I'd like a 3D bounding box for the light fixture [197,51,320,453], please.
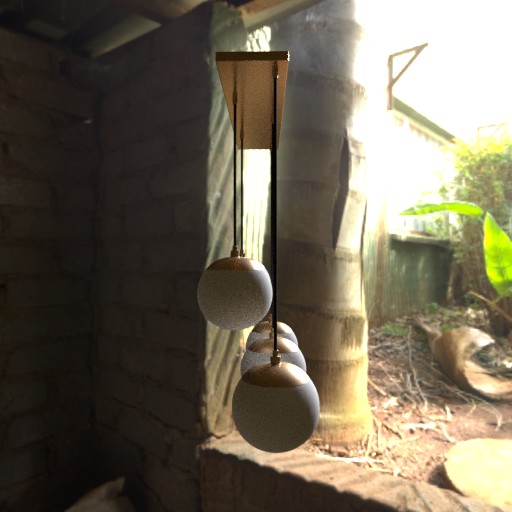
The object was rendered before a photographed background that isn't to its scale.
[{"bbox_3d":[0.000,0.000,1.329,0.299,0.869,0.863,0,-1,1],"label":"light fixture"}]
